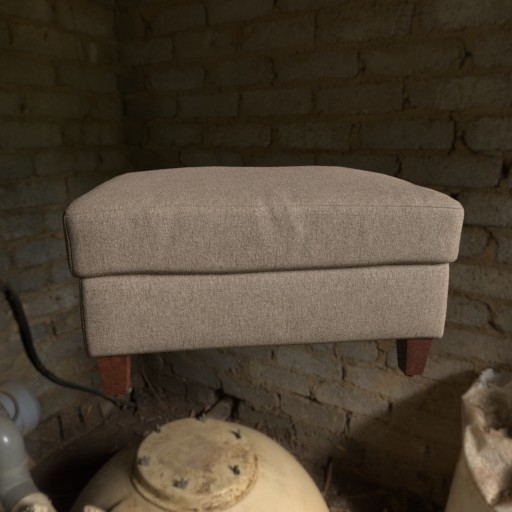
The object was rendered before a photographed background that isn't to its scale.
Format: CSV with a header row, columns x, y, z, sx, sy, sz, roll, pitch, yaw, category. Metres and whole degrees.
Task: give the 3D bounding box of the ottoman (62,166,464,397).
x,y,z,sx,sy,sz,roll,pitch,yaw,category
0.000,0.000,1.305,0.889,0.511,0.692,-2,15,-7,ottoman
